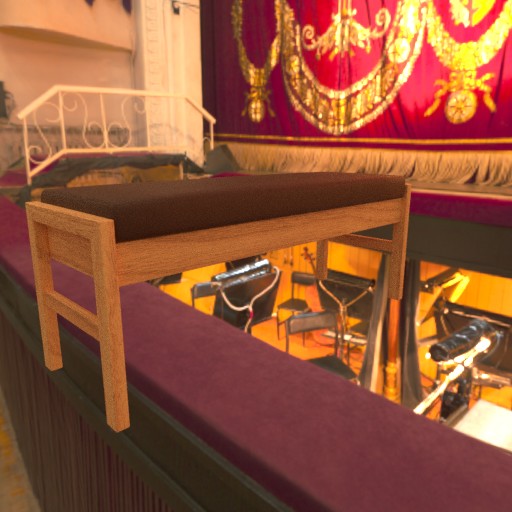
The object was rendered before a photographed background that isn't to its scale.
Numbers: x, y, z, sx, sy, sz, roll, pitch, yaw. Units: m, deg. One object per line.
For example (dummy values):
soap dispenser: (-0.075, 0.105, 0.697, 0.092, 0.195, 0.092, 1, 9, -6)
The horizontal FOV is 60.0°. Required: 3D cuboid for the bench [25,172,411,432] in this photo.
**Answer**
bench: (0.000, 0.000, 1.410, 1.200, 0.480, 0.405, -13, 19, -43)
